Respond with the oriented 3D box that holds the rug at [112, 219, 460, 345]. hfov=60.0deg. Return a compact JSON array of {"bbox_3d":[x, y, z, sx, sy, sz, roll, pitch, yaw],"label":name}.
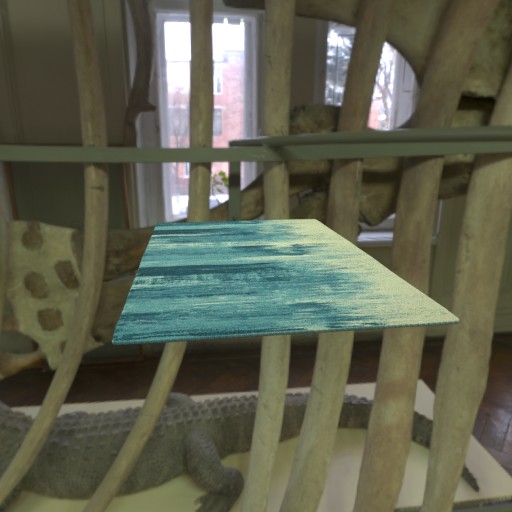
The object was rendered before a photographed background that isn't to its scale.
[{"bbox_3d":[0.000,0.000,3.040,1.540,0.027,2.450,-2,16,-8],"label":"rug"}]
